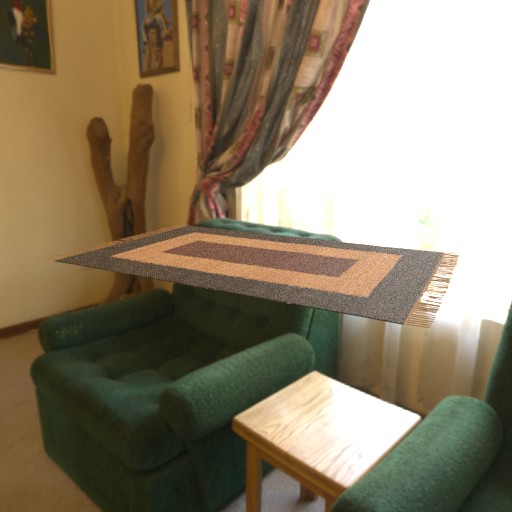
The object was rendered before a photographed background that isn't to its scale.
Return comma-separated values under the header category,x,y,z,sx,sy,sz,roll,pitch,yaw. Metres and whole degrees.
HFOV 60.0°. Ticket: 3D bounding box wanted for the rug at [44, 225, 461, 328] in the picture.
category,x,y,z,sx,sy,sz,roll,pitch,yaw
rug,0.000,0.000,1.889,1.541,0.013,0.920,8,16,27
